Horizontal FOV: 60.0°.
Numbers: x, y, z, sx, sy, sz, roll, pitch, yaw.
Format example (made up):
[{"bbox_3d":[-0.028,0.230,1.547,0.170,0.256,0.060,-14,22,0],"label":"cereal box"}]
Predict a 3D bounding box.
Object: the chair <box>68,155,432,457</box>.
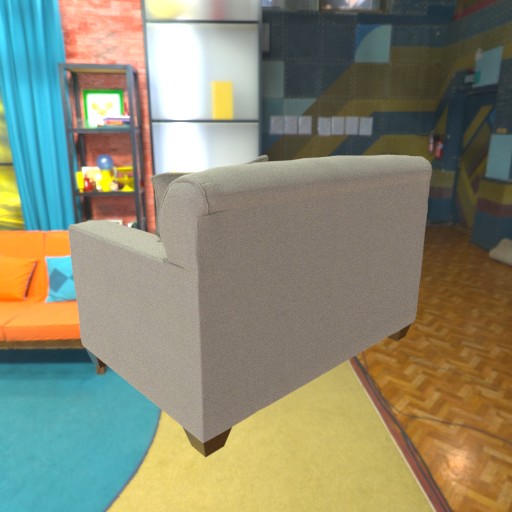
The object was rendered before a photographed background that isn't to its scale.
[{"bbox_3d":[0.000,0.000,2.069,1.383,0.948,1.000,-14,21,-41],"label":"chair"}]
